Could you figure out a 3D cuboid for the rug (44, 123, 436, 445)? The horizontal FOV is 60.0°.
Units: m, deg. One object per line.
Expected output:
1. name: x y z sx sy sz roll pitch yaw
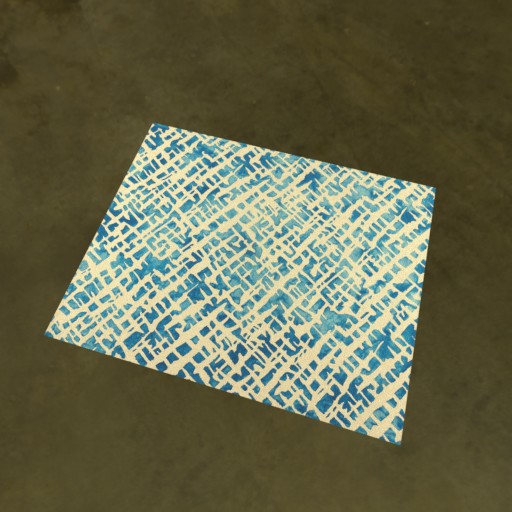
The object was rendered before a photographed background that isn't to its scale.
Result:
1. rug: 0.000 0.000 4.053 3.007 0.007 2.435 15 65 7
